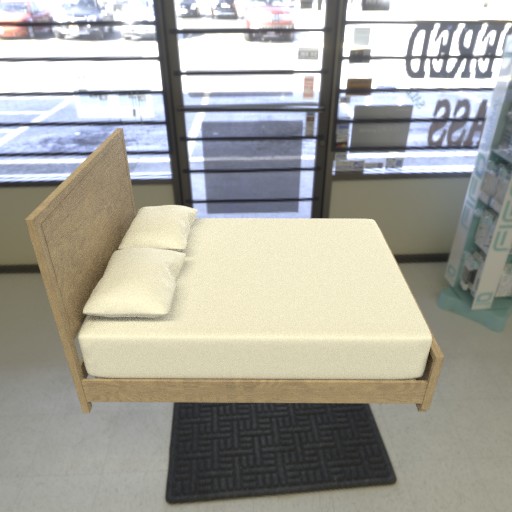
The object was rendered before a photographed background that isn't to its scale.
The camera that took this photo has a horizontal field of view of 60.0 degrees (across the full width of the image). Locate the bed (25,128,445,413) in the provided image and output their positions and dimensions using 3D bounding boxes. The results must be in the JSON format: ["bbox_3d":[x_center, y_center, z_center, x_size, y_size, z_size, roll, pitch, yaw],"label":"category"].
[{"bbox_3d":[0.000,0.000,3.143,2.189,1.369,1.606,0,31,0],"label":"bed"}]
